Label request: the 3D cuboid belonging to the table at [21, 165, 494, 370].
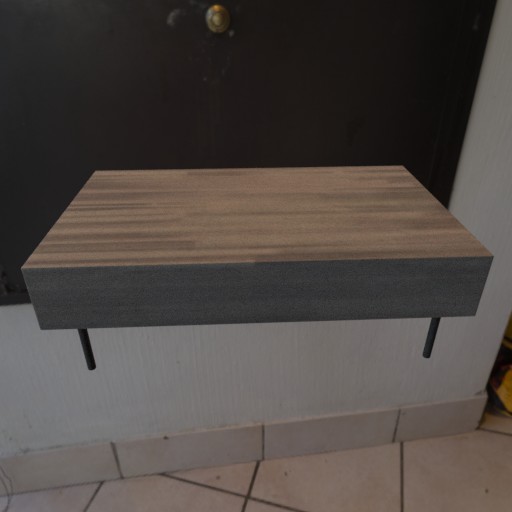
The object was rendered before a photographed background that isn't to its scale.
[{"bbox_3d":[0.000,0.000,1.379,1.088,0.347,0.643,-1,31,-2],"label":"table"}]
